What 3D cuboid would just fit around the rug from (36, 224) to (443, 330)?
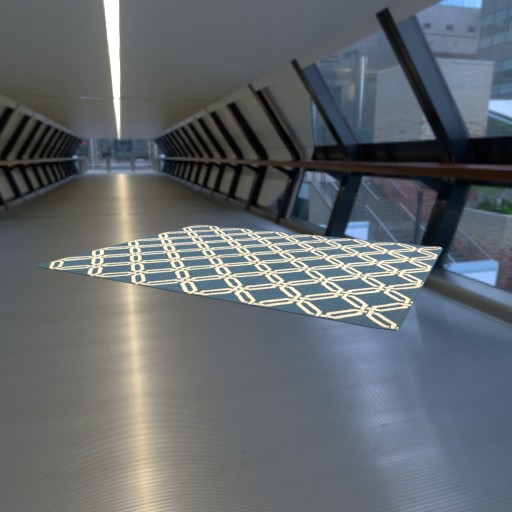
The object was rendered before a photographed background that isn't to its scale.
[{"bbox_3d":[0.000,0.000,3.922,2.867,0.020,2.277,7,15,27],"label":"rug"}]
